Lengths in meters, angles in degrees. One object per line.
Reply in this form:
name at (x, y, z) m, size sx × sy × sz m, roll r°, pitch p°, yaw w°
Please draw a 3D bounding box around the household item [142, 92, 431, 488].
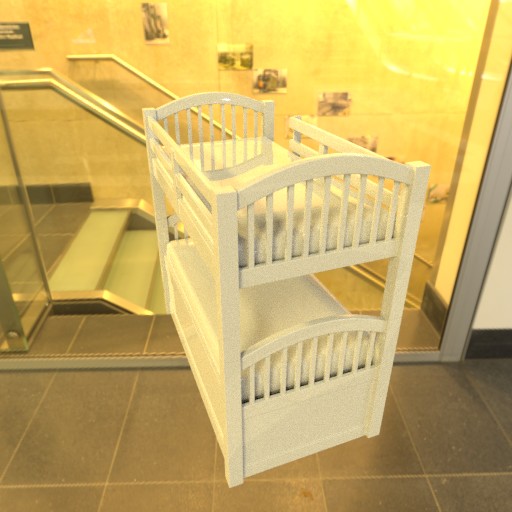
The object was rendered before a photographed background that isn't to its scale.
household item at (0.000, 0.000, 3.282) m, size 1.143 × 2.032 × 2.032 m, roll -11°, pitch 30°, yaw -19°
